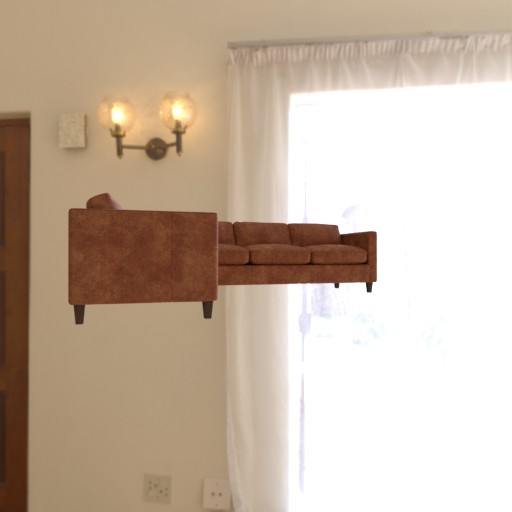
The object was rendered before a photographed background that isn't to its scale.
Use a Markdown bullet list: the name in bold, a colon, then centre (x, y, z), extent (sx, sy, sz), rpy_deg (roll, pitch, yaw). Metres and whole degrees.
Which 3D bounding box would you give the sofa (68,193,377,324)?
- **sofa**: centre (0.000, 0.000, 4.289), extent (3.150, 0.838, 2.438), rpy_deg (0, 0, -18)
